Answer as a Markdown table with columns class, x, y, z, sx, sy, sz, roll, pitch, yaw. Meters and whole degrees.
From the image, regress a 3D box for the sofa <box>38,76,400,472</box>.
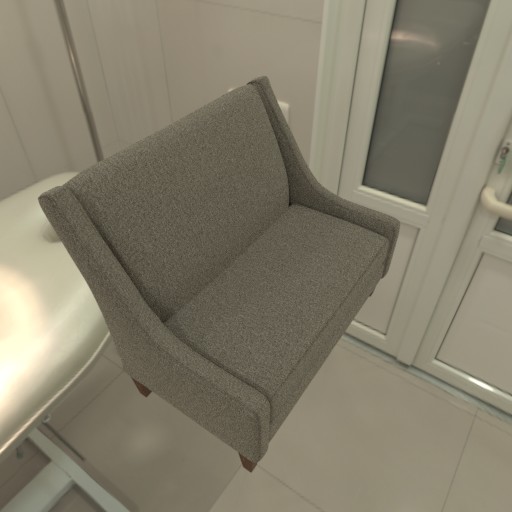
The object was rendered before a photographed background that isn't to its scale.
| class | x | y | z | sx | sy | sz | roll | pitch | yaw |
| --- | --- | --- | --- | --- | --- | --- | --- | --- | --- |
| sofa | 0.000 | 0.000 | 1.905 | 0.862 | 1.026 | 1.242 | 25 | 48 | 25 |
